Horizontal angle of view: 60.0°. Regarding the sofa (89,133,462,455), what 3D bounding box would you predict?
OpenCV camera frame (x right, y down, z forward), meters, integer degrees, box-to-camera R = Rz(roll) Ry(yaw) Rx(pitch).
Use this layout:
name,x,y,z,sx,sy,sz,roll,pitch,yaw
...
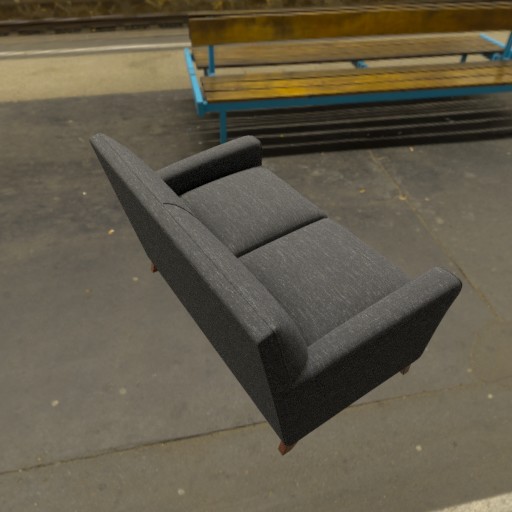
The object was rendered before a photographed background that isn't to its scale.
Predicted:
name,x,y,z,sx,sy,sz,roll,pitch,yaw
sofa,0.000,0.000,1.968,0.875,0.846,1.420,-23,46,-25
